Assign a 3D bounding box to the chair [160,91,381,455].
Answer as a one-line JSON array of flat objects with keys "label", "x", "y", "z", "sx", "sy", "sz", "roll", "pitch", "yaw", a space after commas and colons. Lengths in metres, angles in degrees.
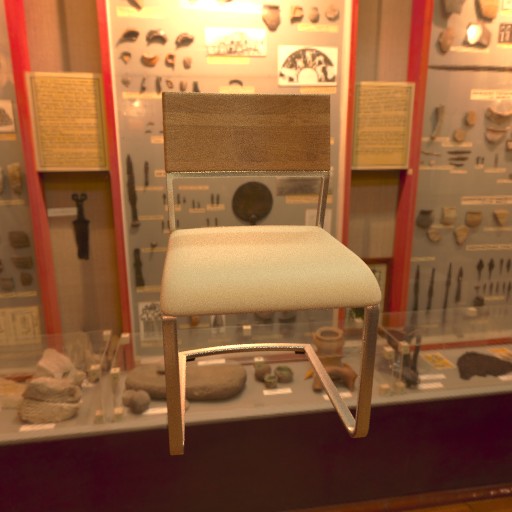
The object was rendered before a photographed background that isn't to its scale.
[{"label": "chair", "x": 0.000, "y": 0.000, "z": 1.171, "sx": 0.467, "sy": 0.844, "sz": 0.585, "roll": -2, "pitch": 15, "yaw": -8}]
